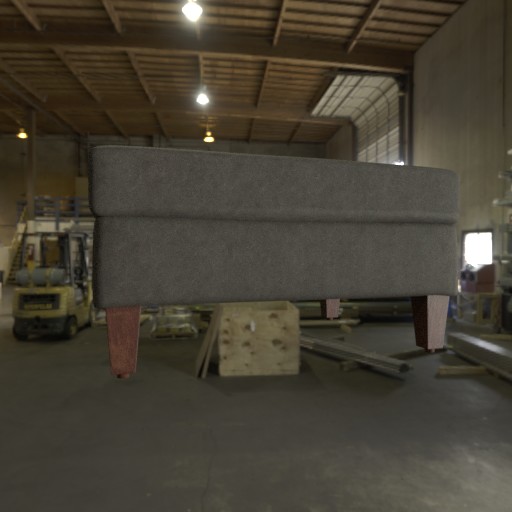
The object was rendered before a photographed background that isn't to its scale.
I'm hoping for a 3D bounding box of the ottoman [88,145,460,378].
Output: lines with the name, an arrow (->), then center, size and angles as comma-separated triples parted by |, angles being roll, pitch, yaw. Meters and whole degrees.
ottoman -> 0.000, 0.000, 1.222 | 0.839, 0.464, 0.639 | 0, 1, -18
